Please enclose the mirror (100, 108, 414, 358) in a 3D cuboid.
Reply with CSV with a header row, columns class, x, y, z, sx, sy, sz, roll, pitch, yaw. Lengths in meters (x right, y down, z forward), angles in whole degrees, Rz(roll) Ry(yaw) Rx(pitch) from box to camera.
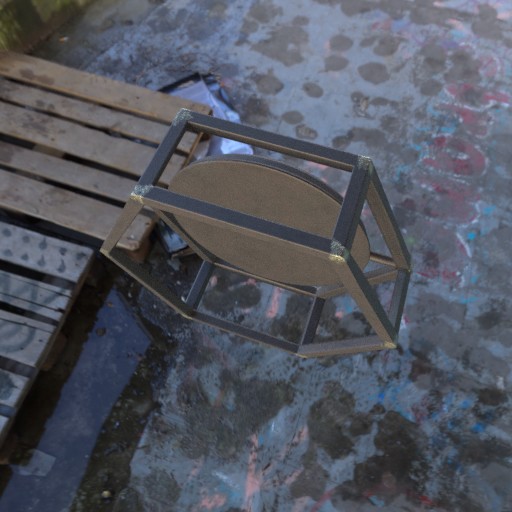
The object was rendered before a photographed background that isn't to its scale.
class,x,y,z,sx,sy,sz,roll,pitch,yaw
mirror,0.000,0.000,0.560,0.380,0.334,0.119,17,64,9
